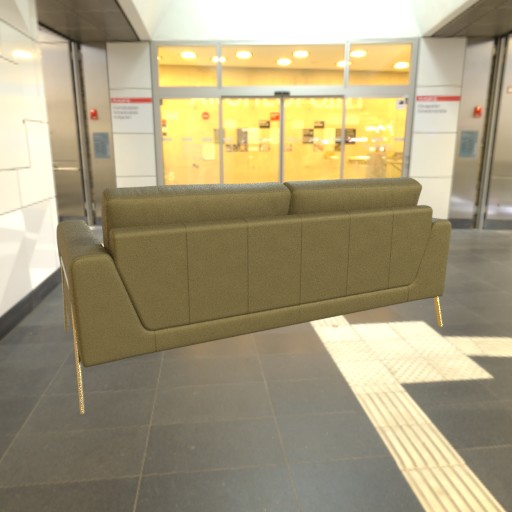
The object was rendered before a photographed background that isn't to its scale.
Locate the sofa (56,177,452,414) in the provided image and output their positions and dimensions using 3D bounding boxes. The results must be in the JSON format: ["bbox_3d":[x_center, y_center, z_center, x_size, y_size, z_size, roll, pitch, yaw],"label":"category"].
[{"bbox_3d":[0.000,0.000,2.499,2.017,0.875,0.953,-7,15,-25],"label":"sofa"}]
